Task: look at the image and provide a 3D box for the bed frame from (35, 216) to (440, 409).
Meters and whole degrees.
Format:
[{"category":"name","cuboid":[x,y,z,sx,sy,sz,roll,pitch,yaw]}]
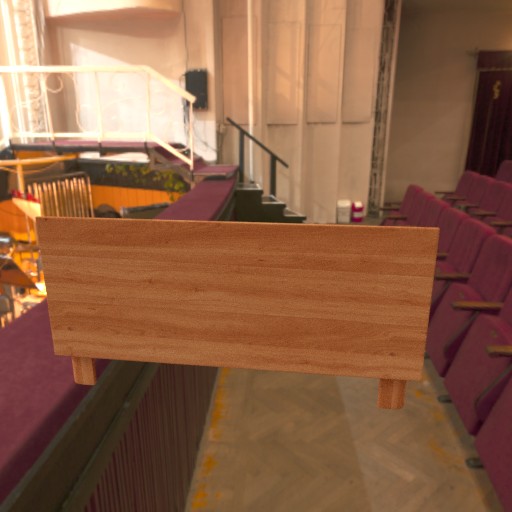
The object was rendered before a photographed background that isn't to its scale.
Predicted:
[{"category":"bed frame","cuboid":[0.000,0.000,3.146,1.872,0.940,2.092,2,17,7]}]
